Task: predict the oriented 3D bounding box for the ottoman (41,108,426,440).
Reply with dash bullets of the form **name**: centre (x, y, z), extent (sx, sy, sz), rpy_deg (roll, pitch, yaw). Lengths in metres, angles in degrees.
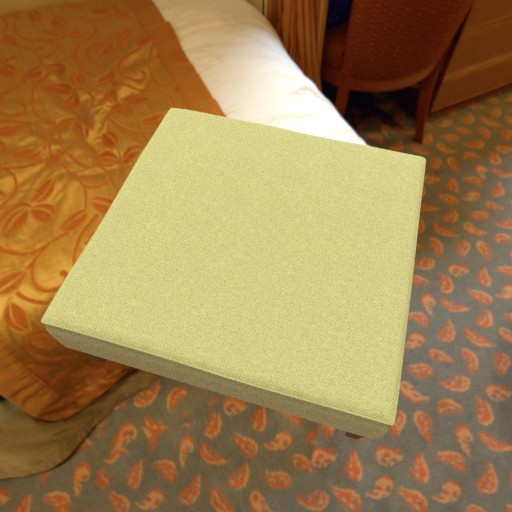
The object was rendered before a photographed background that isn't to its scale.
- **ottoman**: centre (0.000, 0.000, 1.546), extent (1.004, 0.379, 0.968), rpy_deg (14, 58, 9)
